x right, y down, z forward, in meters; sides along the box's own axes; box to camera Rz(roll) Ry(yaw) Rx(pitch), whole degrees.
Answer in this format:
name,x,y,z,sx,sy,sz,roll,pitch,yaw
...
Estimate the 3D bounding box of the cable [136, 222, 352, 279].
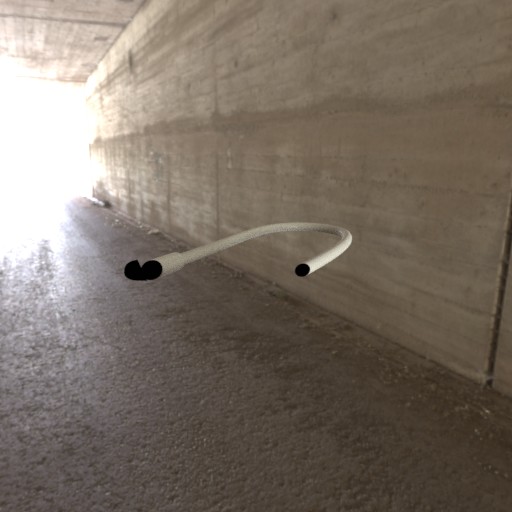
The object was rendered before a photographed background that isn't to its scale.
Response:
name,x,y,z,sx,sy,sz,roll,pitch,yaw
cable,0.000,0.000,0.113,0.041,0.005,0.098,7,15,26
